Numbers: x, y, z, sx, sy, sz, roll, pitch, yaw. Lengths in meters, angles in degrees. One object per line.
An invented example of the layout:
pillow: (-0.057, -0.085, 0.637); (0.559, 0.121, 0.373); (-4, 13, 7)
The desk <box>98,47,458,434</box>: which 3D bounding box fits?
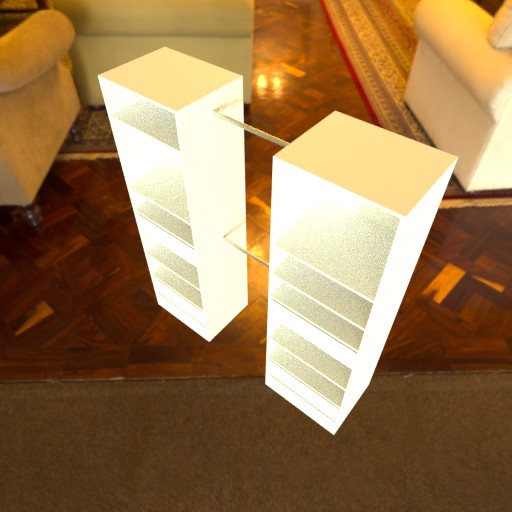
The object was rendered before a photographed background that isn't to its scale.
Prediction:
desk: (0.000, 0.000, 2.821); (1.770, 2.000, 0.480); (31, 54, 26)
